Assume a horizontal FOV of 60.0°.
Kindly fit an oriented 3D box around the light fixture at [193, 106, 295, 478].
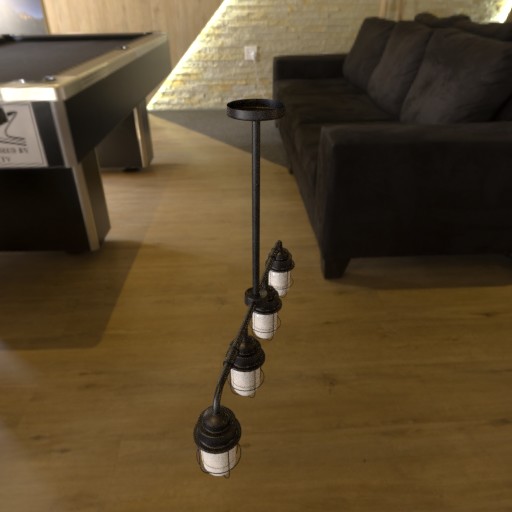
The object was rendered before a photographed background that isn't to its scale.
[{"bbox_3d":[0.000,0.000,1.189,0.131,0.785,0.852,7,31,12],"label":"light fixture"}]
